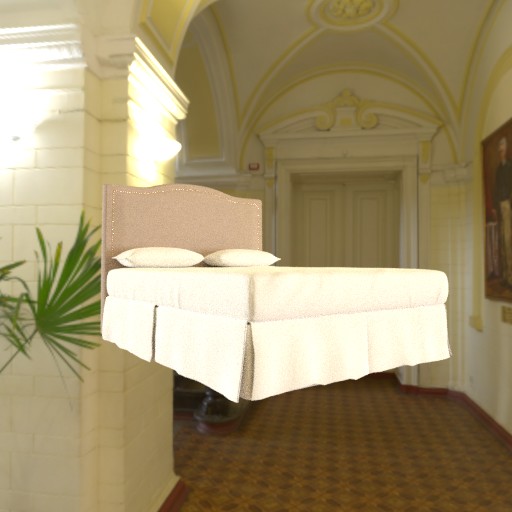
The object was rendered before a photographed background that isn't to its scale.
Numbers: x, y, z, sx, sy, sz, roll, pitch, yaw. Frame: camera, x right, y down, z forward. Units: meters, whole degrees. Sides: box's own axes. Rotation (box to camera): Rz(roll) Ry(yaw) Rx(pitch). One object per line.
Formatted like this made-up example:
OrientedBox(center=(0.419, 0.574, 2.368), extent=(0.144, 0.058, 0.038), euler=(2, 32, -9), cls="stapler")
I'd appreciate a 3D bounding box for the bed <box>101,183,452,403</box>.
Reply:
OrientedBox(center=(0.000, 0.000, 3.479), extent=(1.821, 1.436, 2.282), euler=(1, -1, -36), cls="bed")
